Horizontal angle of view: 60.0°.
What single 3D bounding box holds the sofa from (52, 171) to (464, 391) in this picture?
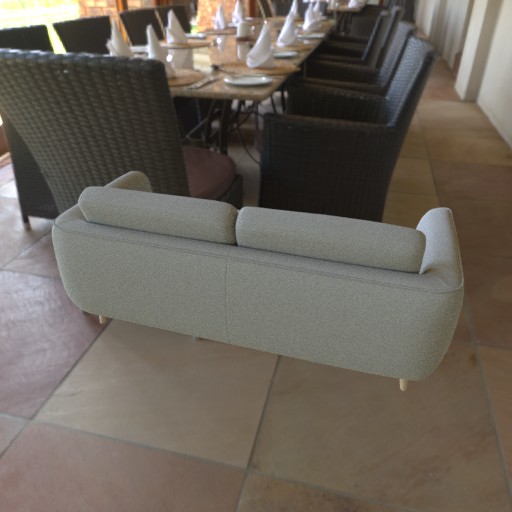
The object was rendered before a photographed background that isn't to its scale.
[{"bbox_3d":[0.000,0.000,2.406,2.000,0.850,0.920,9,33,15],"label":"sofa"}]
